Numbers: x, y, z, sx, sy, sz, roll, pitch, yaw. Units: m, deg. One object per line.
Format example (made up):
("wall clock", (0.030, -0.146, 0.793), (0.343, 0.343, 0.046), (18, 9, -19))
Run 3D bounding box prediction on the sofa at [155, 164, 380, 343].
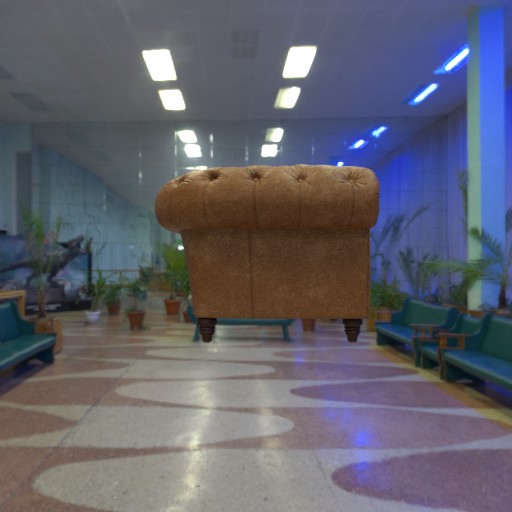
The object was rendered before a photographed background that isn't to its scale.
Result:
("sofa", (0.000, 0.000, 2.874), (0.989, 0.760, 2.365), (0, 0, 0))
